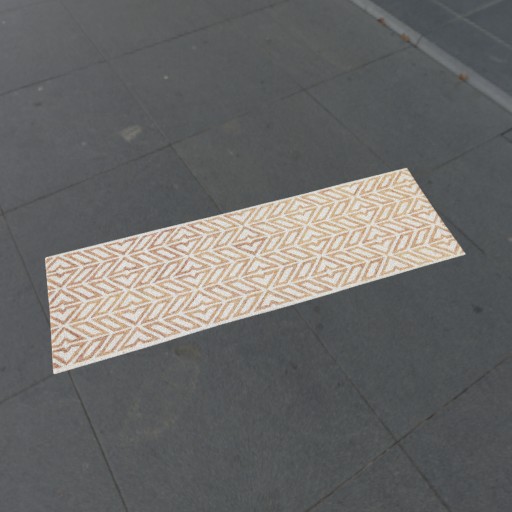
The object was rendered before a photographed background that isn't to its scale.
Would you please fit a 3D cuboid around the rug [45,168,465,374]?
[{"bbox_3d":[0.000,0.000,2.685,2.435,0.009,0.750,-15,59,-9],"label":"rug"}]
